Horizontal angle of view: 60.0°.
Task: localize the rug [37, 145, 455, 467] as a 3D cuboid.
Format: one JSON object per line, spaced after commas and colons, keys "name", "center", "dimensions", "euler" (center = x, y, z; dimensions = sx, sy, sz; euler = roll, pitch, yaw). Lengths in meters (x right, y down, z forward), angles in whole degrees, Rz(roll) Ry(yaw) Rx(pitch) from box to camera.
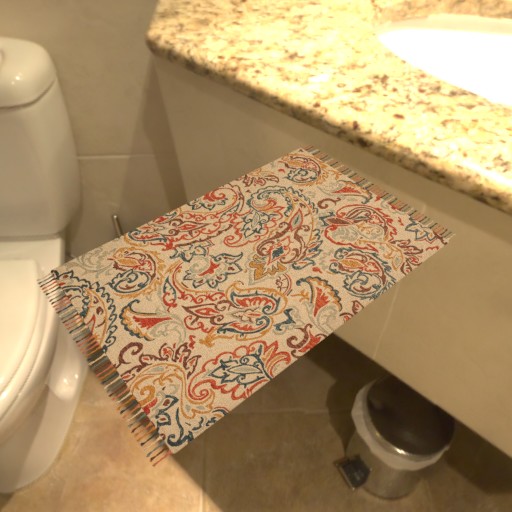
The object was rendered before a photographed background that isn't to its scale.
{"name": "rug", "center": [0.000, 0.000, 2.427], "dimensions": [1.997, 0.010, 1.218], "euler": [-31, 54, -26]}
